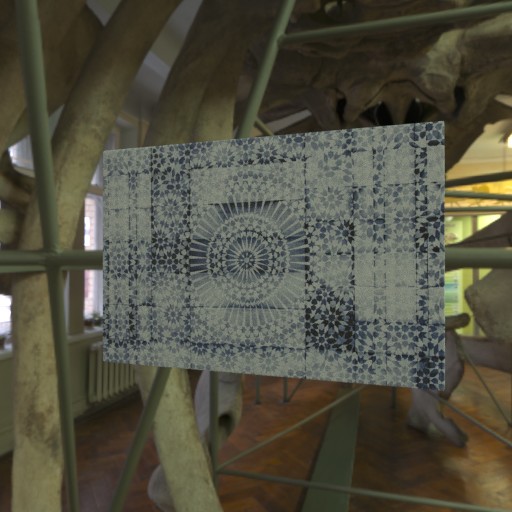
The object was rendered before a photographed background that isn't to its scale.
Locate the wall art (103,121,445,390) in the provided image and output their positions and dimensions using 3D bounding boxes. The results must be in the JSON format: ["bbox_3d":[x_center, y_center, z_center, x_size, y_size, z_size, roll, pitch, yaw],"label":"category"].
[{"bbox_3d":[0.000,0.000,1.165,0.911,0.608,0.057,0,0,18],"label":"wall art"}]
